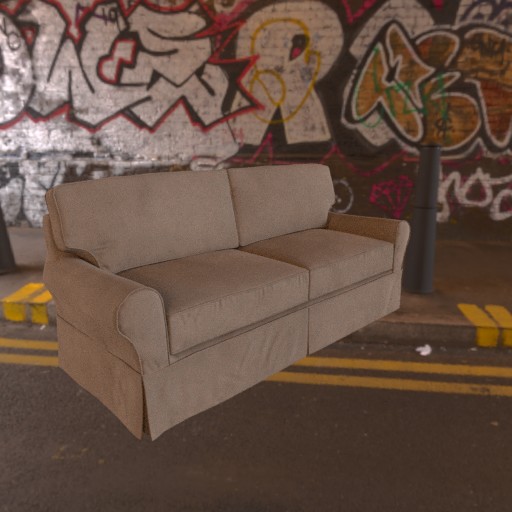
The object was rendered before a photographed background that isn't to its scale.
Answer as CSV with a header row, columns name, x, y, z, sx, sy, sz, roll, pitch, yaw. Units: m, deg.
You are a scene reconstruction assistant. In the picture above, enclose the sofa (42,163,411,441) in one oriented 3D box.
name,x,y,z,sx,sy,sz,roll,pitch,yaw
sofa,0.000,0.000,2.668,2.246,1.014,0.900,-14,20,-43
